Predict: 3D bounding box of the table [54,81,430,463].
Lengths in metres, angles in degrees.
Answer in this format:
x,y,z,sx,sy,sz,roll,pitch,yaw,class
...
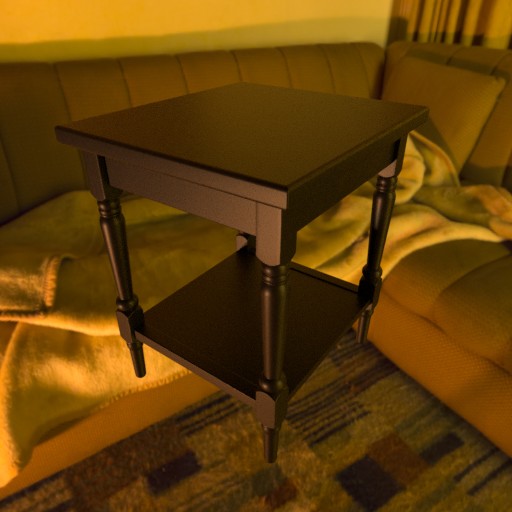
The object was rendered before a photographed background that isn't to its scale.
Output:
x,y,z,sx,sy,sz,roll,pitch,yaw,class
0.000,0.000,0.906,0.442,0.565,0.488,21,37,30,table
